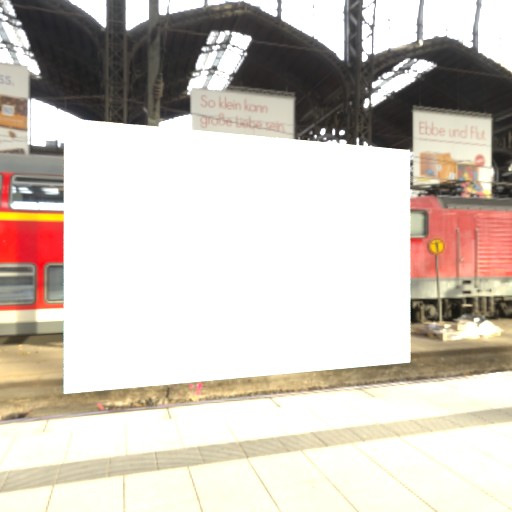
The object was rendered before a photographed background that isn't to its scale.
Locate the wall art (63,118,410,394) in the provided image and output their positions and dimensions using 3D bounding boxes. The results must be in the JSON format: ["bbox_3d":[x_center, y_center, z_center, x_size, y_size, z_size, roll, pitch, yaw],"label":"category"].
[{"bbox_3d":[0.000,0.000,1.124,0.894,0.595,0.057,0,0,-19],"label":"wall art"}]
